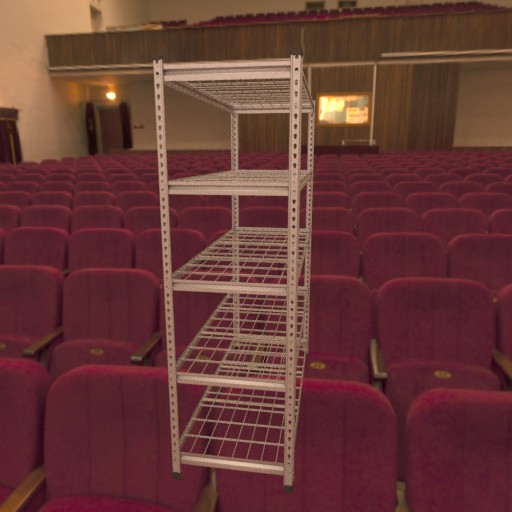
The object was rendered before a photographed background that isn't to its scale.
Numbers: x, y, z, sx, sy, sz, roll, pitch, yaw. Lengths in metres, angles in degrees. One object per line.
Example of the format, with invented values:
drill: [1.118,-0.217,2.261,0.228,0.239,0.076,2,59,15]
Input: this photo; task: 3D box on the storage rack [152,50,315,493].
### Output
storage rack: [0.000,0.000,2.694,0.610,1.981,1.524,2,13,9]
